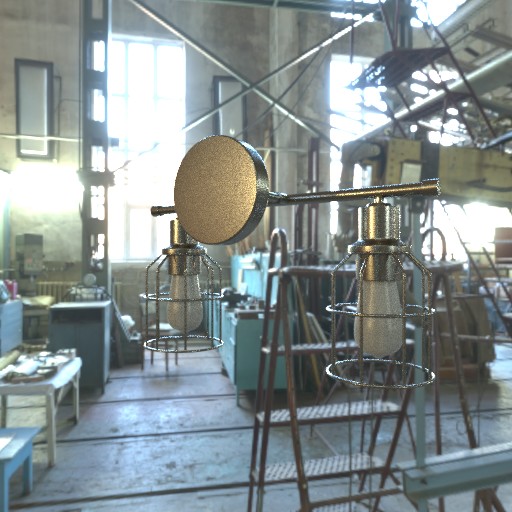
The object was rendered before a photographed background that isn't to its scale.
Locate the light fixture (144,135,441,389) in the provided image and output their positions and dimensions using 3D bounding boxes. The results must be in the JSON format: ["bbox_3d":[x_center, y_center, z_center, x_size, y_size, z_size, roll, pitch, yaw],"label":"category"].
[{"bbox_3d":[0.000,0.000,0.535,0.406,0.254,0.165,0,0,34],"label":"light fixture"}]
